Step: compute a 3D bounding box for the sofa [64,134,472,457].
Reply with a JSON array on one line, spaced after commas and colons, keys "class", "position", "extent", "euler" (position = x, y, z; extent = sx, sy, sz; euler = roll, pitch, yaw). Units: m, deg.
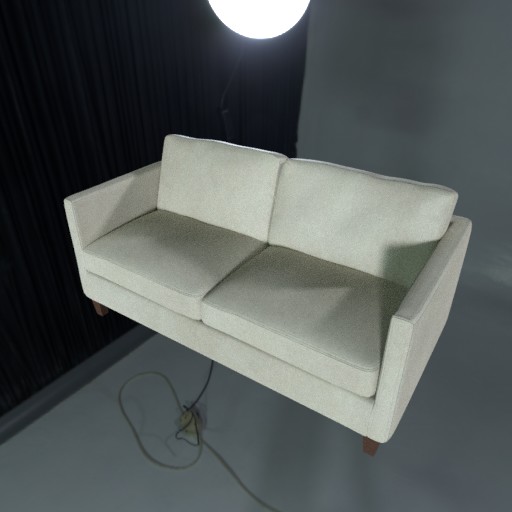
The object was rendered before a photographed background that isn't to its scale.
[{"class": "sofa", "position": [0.000, 0.000, 2.305], "extent": [1.846, 0.940, 0.950], "euler": [19, 35, 29]}]
